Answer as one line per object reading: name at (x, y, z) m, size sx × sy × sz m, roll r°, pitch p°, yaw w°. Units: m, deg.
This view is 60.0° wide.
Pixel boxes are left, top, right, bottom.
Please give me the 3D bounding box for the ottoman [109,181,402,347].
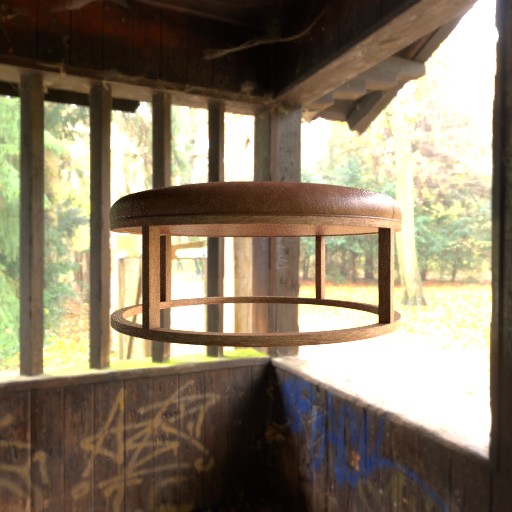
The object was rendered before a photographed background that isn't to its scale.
ottoman at (0.000, 0.000, 1.595) m, size 1.006 × 0.445 × 1.006 m, roll 0°, pitch 0°, yaw 0°
